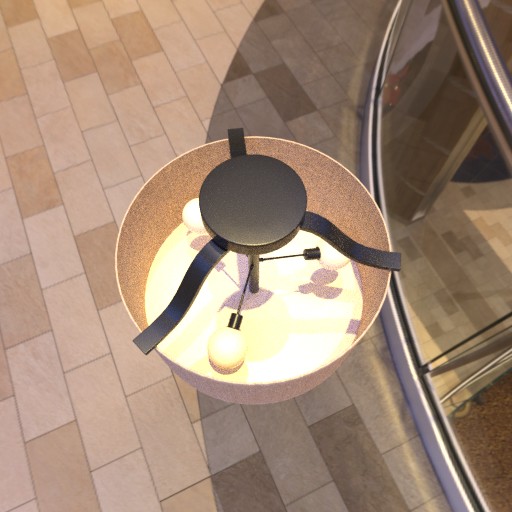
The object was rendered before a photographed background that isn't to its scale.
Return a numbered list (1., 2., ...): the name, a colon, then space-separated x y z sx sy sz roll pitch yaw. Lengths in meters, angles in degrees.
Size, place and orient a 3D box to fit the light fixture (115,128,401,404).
1. light fixture: 0.000 0.000 0.648 0.390 0.306 0.390 0 64 0
